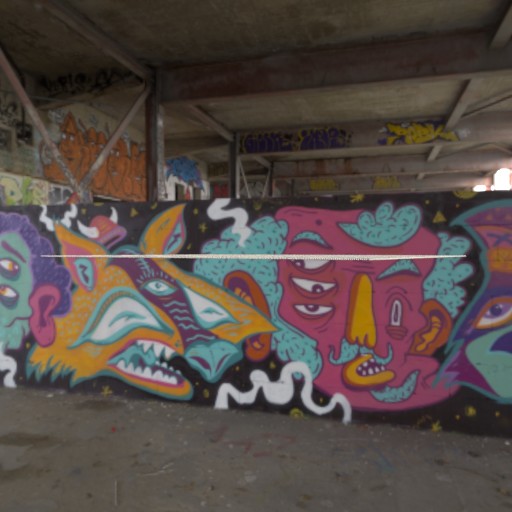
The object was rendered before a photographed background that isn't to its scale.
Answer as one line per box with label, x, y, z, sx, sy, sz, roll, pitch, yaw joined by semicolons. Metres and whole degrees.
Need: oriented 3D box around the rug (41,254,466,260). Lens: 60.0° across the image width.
rug;0.000;0.000;3.999;3.061;0.010;2.330;0;1;36
